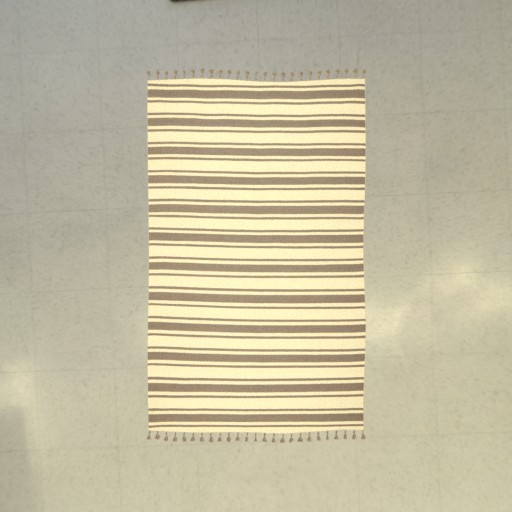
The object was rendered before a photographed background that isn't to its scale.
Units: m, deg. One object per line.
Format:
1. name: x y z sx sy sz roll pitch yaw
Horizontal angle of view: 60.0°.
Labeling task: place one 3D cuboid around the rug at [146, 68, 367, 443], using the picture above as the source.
1. rug: 0.000 0.000 2.478 1.229 0.011 2.096 0 90 1
